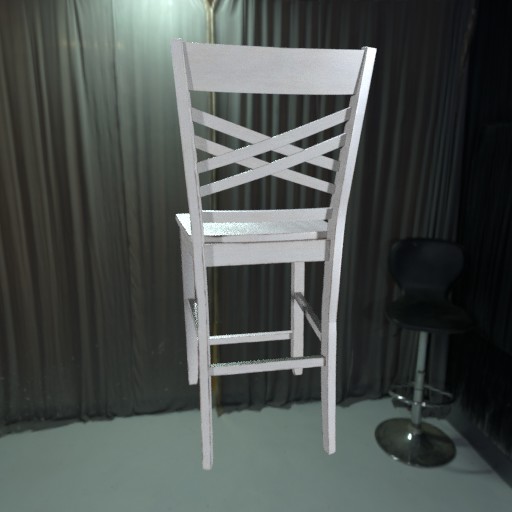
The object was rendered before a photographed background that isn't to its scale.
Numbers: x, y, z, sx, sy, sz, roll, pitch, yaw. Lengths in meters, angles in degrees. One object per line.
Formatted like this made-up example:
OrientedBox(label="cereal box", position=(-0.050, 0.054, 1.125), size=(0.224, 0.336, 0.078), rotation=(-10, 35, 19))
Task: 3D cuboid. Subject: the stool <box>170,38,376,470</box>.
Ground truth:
OrientedBox(label="stool", position=(0.000, 0.000, 1.334), size=(0.462, 1.079, 0.539), rotation=(-2, 14, -10))
